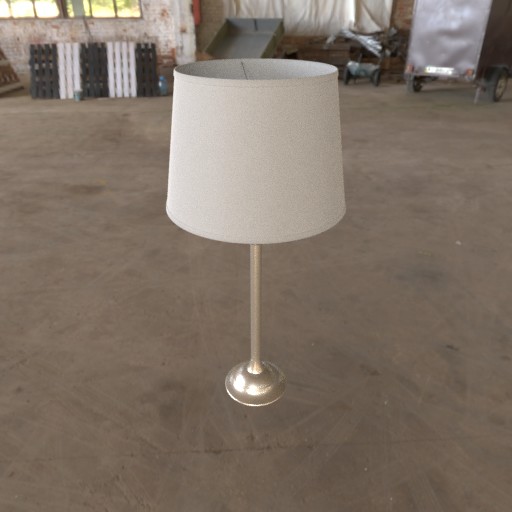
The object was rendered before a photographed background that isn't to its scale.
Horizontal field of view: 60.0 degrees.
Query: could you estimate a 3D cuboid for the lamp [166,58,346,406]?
[{"bbox_3d":[0.000,0.000,0.886,0.331,0.698,0.331,0,30,0],"label":"lamp"}]
